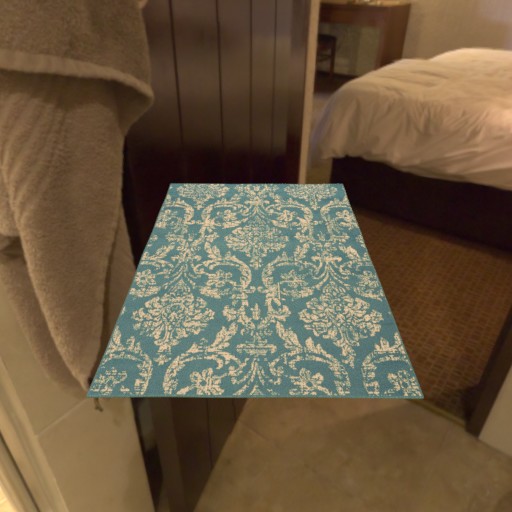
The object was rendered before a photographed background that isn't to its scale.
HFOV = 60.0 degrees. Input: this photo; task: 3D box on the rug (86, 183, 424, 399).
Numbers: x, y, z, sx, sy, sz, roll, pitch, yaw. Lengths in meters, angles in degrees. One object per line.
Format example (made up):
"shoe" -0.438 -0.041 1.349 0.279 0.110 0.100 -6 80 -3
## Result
"rug" 0.000 0.000 2.350 1.211 0.012 1.833 0 34 0
